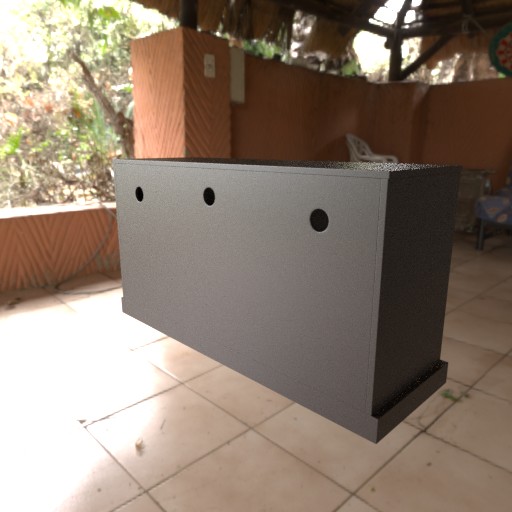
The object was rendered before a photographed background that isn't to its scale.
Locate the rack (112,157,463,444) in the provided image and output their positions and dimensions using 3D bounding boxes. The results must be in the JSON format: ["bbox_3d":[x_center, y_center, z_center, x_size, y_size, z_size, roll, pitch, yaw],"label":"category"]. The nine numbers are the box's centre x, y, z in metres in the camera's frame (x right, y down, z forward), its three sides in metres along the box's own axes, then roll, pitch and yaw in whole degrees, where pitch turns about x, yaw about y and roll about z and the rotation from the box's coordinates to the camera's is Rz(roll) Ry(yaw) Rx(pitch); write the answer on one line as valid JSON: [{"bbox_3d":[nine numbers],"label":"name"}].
[{"bbox_3d":[0.000,0.000,1.523,0.399,0.635,1.206,-14,19,-43],"label":"rack"}]
